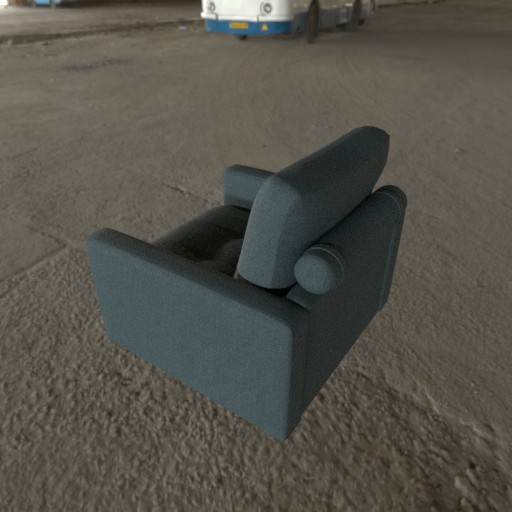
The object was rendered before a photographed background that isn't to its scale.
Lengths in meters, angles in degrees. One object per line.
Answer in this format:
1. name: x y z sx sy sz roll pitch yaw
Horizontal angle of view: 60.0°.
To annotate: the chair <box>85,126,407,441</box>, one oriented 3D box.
1. chair: 0.000 0.000 1.575 0.843 0.880 0.821 20 37 29
